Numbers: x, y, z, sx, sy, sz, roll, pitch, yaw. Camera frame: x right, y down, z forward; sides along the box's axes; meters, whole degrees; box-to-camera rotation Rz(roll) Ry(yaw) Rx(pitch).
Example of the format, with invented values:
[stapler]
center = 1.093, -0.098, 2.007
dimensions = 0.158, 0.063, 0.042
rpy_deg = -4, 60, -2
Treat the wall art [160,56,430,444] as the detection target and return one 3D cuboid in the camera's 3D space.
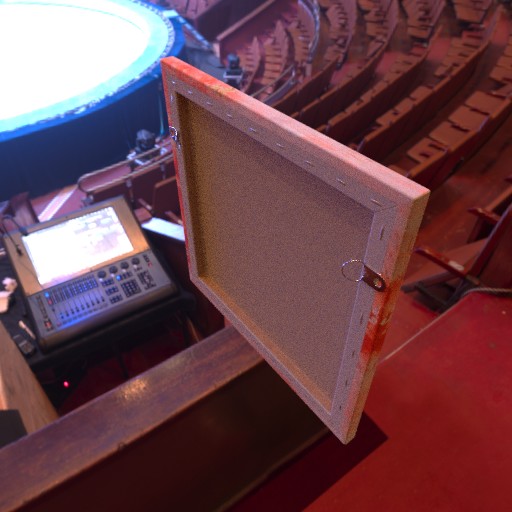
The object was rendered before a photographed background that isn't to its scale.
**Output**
[wall art]
center = 0.000, 0.000, 1.091
dimensions = 0.064, 0.746, 0.747
rpy_deg = -27, 48, -27
